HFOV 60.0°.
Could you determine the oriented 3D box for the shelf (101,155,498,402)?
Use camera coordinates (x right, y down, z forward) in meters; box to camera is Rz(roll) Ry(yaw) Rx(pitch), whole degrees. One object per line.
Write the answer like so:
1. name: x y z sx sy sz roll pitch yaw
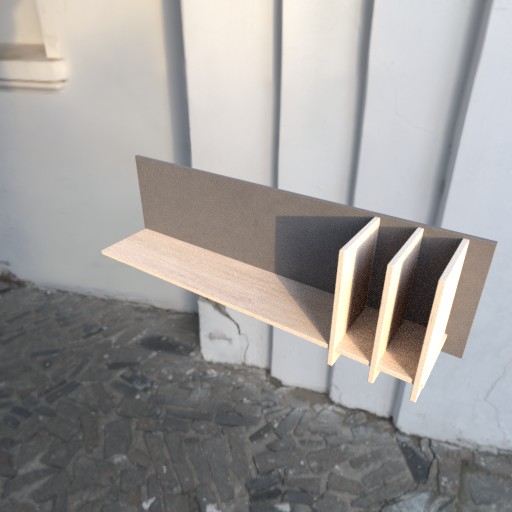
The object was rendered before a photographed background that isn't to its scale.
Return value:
1. shelf: 0.000 0.000 1.127 1.020 0.300 0.200 19 35 29
